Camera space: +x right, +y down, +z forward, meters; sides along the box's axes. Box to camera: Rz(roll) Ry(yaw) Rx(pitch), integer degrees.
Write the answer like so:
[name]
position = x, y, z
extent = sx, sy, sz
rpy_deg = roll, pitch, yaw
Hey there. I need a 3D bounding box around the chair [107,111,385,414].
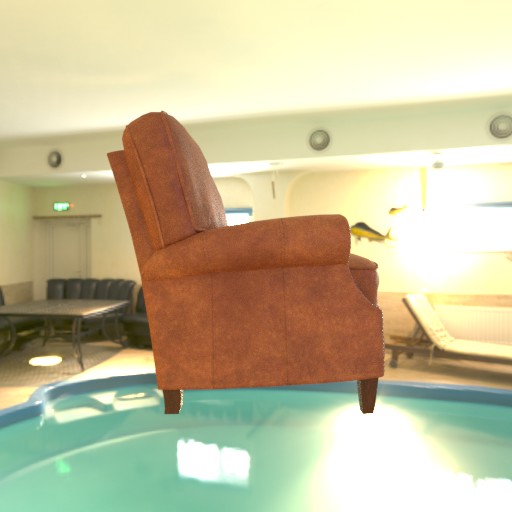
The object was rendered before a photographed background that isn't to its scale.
[chair]
position = 0.000, 0.000, 1.790
extent = 0.986, 1.018, 0.936
rpy_deg = 0, 1, -1
